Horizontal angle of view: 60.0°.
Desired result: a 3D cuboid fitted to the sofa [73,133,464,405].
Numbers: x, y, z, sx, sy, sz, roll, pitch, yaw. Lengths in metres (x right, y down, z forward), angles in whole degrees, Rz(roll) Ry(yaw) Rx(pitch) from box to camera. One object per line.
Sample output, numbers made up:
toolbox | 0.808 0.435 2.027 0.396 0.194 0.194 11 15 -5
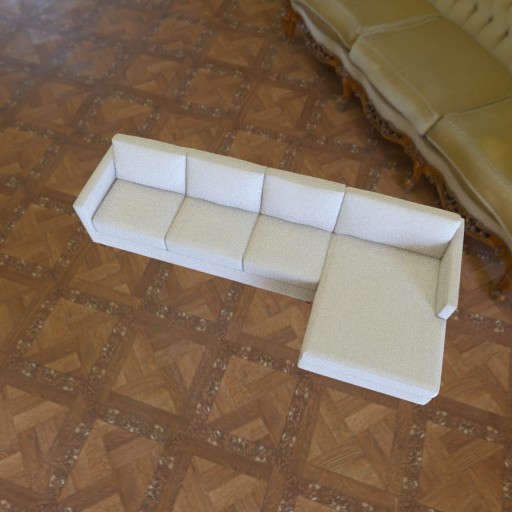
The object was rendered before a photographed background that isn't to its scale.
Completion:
sofa | 0.000 0.000 4.088 3.471 0.954 1.599 15 60 9
